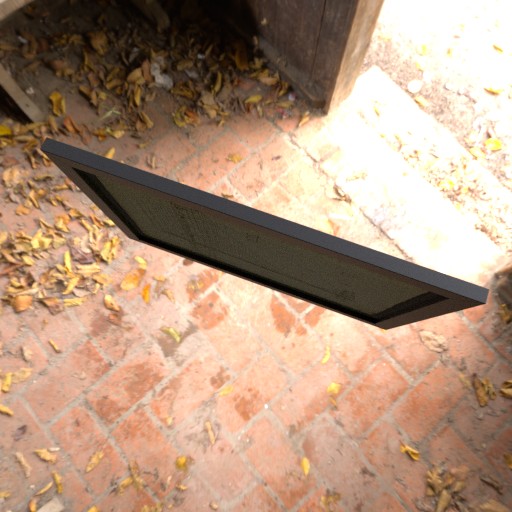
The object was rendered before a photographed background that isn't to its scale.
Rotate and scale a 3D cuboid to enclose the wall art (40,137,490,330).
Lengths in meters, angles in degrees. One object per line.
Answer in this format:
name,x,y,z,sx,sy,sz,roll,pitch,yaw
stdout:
wall art,0.000,0.000,0.554,0.432,0.306,0.016,19,77,5
